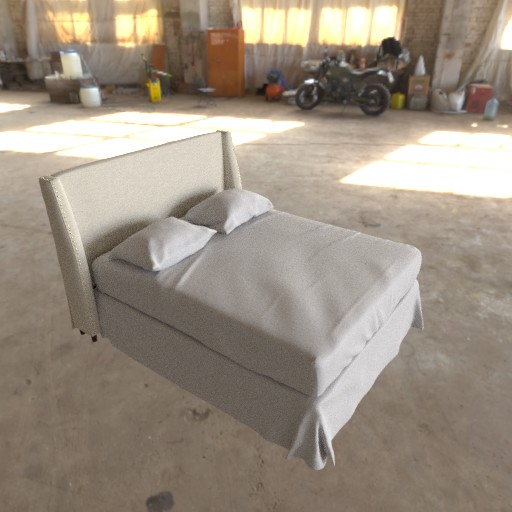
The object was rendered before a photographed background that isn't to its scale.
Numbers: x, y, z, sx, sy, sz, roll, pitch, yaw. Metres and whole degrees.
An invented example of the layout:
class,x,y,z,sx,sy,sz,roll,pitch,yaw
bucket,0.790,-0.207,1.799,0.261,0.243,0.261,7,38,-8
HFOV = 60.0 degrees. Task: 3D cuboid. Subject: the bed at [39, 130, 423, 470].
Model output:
class,x,y,z,sx,sy,sz,roll,pitch,yaw
bed,0.000,0.000,3.361,2.276,1.332,1.925,19,33,32
